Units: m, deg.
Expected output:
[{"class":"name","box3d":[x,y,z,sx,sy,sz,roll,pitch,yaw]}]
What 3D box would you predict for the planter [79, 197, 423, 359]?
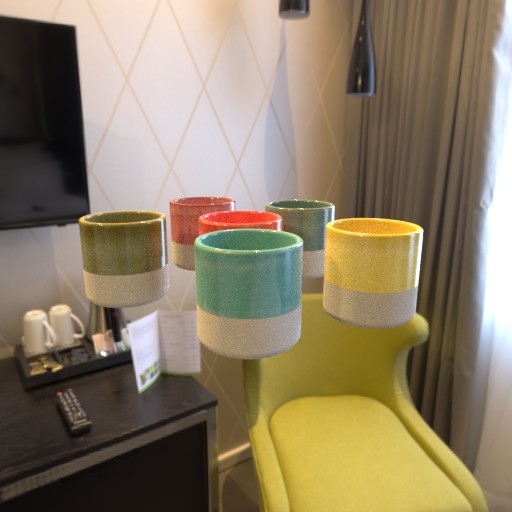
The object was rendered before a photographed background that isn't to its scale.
[{"class":"planter","box3d":[0.000,0.000,0.411,0.286,0.075,0.257,7,16,24]}]
